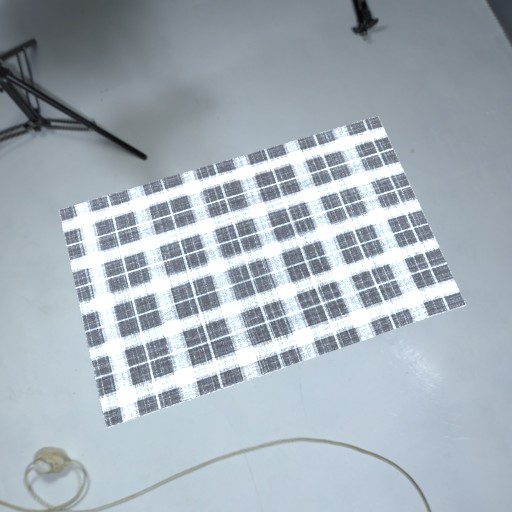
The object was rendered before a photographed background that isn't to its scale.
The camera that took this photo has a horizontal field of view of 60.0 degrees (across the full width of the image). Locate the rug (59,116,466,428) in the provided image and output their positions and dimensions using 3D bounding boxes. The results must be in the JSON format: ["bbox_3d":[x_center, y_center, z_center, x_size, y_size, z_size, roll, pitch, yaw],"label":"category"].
[{"bbox_3d":[0.000,0.000,3.020,2.434,0.015,1.520,-17,74,-5],"label":"rug"}]
